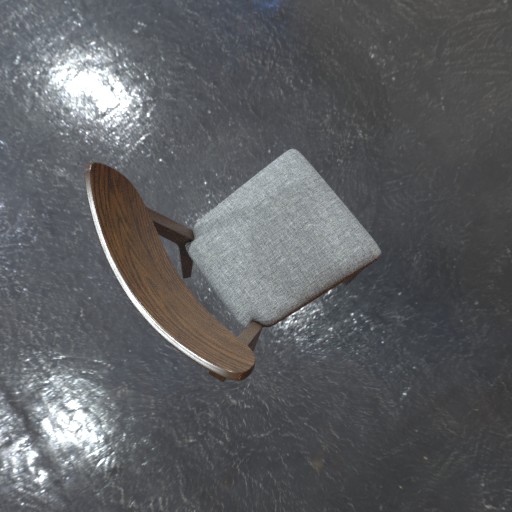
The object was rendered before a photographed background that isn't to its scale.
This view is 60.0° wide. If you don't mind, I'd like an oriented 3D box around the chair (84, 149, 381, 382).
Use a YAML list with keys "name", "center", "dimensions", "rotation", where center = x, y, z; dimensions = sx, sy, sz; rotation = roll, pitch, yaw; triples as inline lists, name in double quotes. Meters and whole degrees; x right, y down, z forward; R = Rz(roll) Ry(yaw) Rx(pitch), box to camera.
- name: "chair"
  center: [0.000, 0.000, 1.212]
  dimensions: [0.583, 0.849, 0.491]
  rotation: [-35, 78, -9]
